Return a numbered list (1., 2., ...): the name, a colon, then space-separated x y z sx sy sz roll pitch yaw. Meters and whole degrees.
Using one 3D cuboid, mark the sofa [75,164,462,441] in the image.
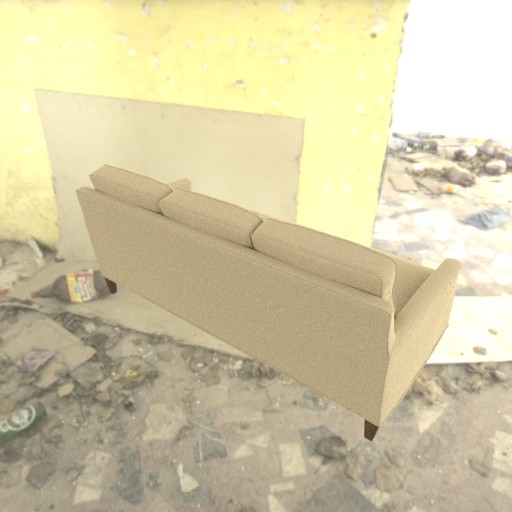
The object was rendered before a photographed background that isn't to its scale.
1. sofa: 0.000 0.000 2.832 2.246 1.003 1.084 21 36 32
